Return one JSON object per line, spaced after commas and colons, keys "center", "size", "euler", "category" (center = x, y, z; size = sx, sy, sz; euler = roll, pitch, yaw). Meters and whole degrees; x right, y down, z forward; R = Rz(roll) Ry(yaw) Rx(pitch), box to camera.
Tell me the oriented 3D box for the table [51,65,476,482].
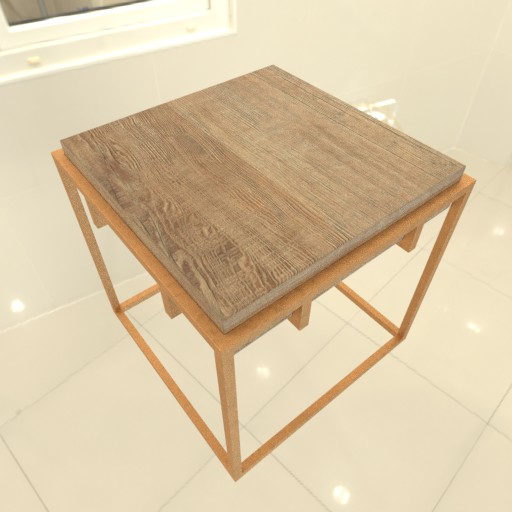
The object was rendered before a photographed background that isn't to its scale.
{"center": [0.000, 0.000, 1.067], "size": [0.599, 0.584, 0.599], "euler": [-30, 54, -25], "category": "table"}
